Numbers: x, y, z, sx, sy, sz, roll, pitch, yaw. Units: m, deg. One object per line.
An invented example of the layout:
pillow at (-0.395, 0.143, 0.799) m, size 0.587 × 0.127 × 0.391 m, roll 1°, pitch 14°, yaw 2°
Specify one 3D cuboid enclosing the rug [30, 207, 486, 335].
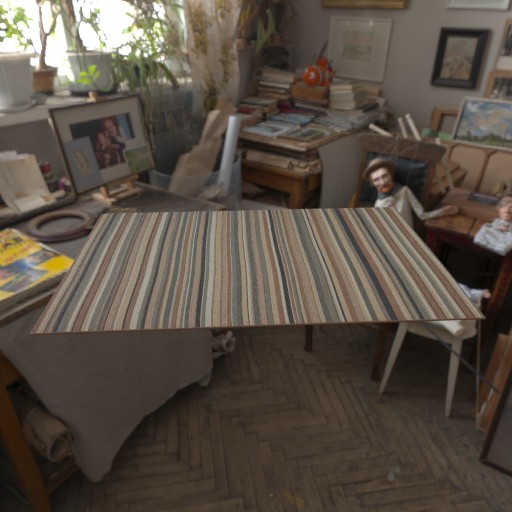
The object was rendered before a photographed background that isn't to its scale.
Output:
rug at (0.000, 0.000, 3.021) m, size 2.438 × 0.014 × 1.523 m, roll -2°, pitch 30°, yaw -3°
